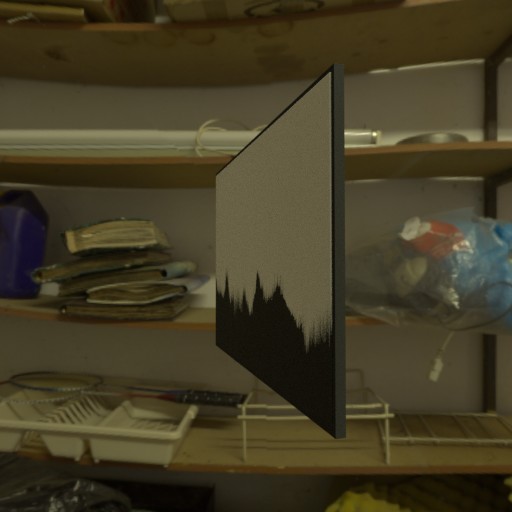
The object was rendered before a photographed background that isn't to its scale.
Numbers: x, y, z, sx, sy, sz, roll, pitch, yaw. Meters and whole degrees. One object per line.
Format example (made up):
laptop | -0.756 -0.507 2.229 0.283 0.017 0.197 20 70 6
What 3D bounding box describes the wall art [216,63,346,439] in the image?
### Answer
wall art | 0.000 0.000 1.517 0.028 0.805 1.190 0 -2 -17
